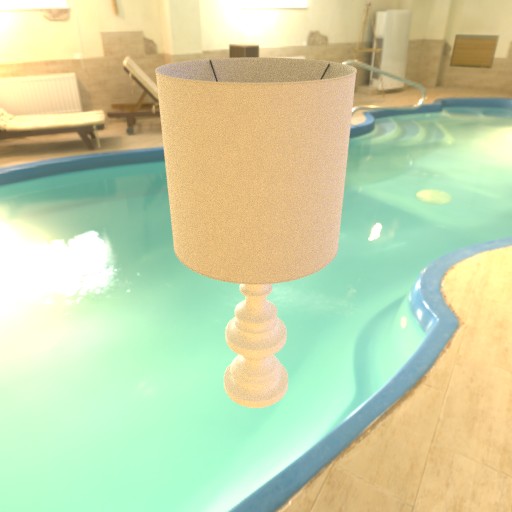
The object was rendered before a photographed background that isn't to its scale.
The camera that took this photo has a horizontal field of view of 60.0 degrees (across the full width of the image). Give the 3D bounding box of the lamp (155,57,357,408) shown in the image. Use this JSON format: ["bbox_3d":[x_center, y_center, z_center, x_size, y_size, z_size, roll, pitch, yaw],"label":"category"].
[{"bbox_3d":[0.000,0.000,0.579,0.208,0.455,0.208,20,35,31],"label":"lamp"}]
